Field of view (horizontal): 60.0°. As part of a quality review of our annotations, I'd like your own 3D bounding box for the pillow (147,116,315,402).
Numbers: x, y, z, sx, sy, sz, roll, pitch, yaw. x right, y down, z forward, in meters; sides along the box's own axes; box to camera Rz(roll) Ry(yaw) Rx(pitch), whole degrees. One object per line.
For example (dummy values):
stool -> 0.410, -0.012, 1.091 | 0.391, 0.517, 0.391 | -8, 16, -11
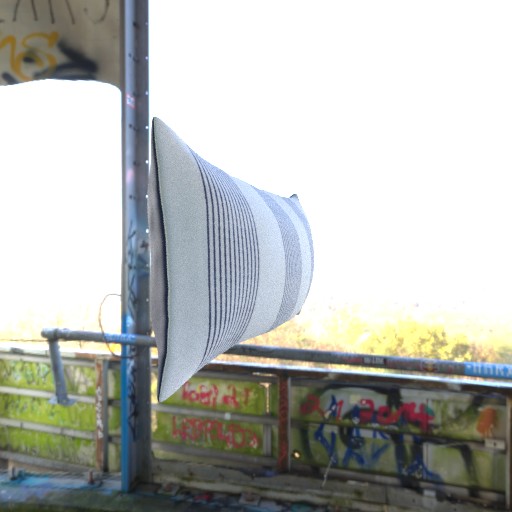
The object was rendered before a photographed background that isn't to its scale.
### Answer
pillow -> 0.000, 0.000, 0.730 | 0.151, 0.287, 0.610 | 0, 1, 19
